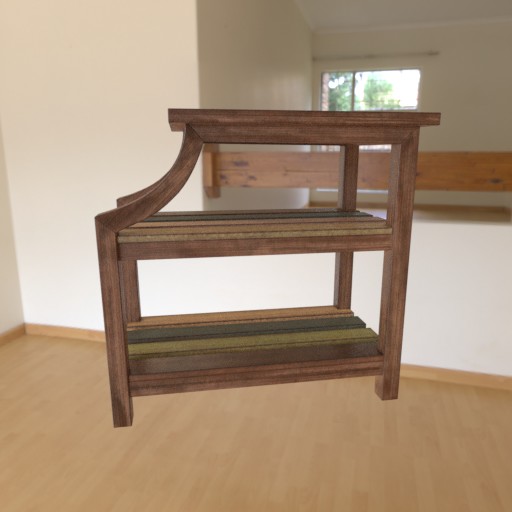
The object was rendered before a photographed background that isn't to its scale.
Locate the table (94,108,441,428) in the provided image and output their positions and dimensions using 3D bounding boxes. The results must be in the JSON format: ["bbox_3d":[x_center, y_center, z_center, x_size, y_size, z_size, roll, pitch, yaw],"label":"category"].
[{"bbox_3d":[0.000,0.000,0.977,0.609,0.584,0.356,-2,14,-9],"label":"table"}]
